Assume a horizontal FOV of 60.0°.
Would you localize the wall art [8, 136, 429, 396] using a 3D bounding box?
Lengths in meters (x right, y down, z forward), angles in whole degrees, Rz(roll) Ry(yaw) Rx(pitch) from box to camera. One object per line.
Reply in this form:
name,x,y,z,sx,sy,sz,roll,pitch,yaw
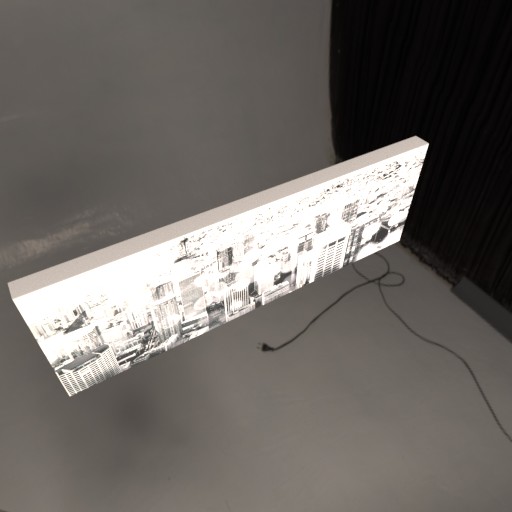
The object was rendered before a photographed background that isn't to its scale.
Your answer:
wall art,0.000,0.000,0.819,0.763,0.255,0.038,-23,49,-22
